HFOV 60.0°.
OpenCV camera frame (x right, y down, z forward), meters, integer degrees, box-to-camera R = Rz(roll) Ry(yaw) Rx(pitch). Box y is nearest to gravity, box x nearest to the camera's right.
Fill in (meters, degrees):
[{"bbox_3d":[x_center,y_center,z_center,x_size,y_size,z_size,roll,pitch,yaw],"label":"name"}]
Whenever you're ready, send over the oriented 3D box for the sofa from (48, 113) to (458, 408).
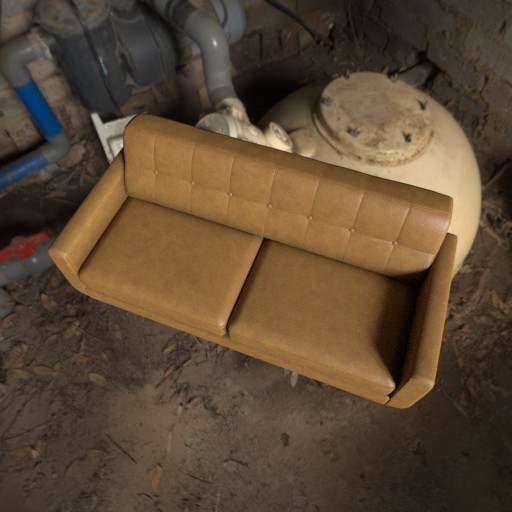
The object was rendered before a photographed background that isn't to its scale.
[{"bbox_3d":[0.000,0.000,2.624,2.137,0.892,0.980,18,60,11],"label":"sofa"}]
